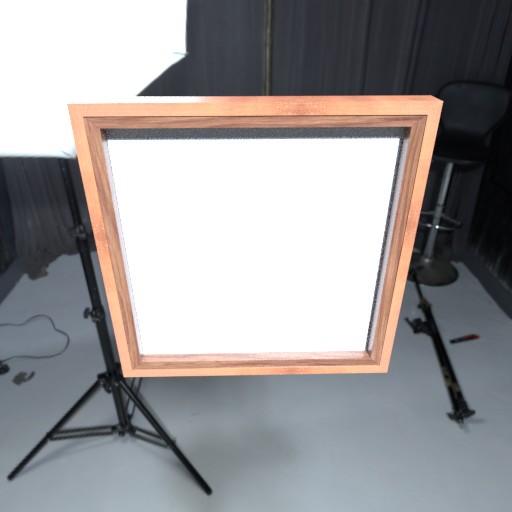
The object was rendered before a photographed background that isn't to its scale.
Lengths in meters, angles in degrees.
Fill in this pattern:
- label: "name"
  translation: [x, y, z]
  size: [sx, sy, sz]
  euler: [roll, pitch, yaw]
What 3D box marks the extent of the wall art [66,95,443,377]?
- label: "wall art"
  translation: [0.000, 0.000, 0.591]
  size: [0.403, 0.403, 0.035]
  euler: [-1, 31, -1]
